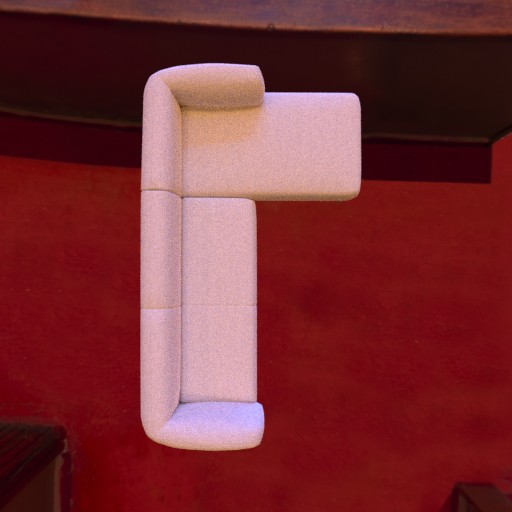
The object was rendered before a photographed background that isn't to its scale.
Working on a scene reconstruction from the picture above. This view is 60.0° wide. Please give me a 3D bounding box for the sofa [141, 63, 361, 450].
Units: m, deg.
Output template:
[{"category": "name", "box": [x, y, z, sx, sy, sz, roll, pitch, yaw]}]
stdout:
[{"category": "sofa", "box": [0.000, 0.000, 3.357, 1.610, 0.730, 2.660, 0, 88, 0]}]
